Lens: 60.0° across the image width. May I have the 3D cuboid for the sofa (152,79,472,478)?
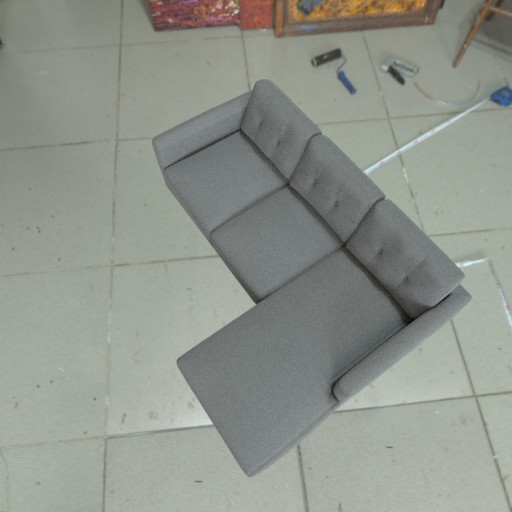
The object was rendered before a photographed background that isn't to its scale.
[{"bbox_3d":[0.000,0.000,2.795,1.530,0.860,2.040,-33,68,-15],"label":"sofa"}]
